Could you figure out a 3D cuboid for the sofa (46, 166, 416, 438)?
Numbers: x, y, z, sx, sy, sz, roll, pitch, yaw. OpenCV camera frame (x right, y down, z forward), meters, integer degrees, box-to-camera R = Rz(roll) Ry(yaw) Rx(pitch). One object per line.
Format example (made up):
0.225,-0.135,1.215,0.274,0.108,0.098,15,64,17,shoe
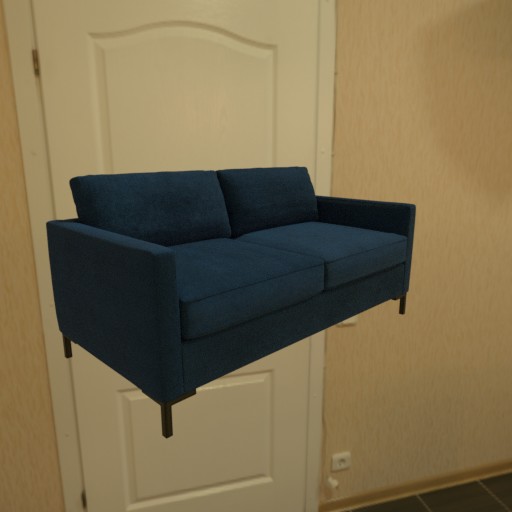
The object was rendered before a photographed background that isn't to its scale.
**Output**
0.000,0.000,2.174,1.676,0.817,0.875,-13,19,-43,sofa
